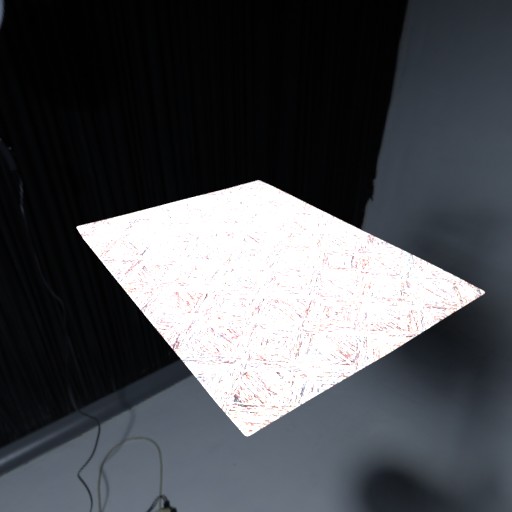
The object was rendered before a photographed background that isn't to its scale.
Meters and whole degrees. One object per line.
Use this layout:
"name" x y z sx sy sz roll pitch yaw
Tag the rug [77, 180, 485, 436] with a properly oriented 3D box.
"rug" 0.000 0.000 4.196 2.436 0.024 3.226 -20 36 -30
